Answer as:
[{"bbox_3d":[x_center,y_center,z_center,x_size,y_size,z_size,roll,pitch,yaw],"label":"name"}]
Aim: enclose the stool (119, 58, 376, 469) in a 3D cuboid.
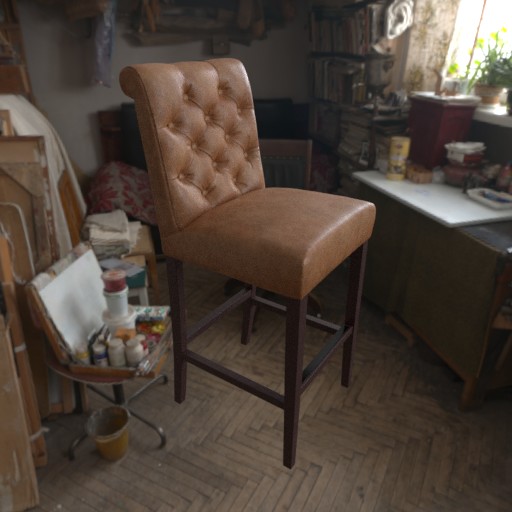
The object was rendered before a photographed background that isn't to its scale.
[{"bbox_3d":[0.000,0.000,1.429,0.601,1.140,0.493,17,31,30],"label":"stool"}]
